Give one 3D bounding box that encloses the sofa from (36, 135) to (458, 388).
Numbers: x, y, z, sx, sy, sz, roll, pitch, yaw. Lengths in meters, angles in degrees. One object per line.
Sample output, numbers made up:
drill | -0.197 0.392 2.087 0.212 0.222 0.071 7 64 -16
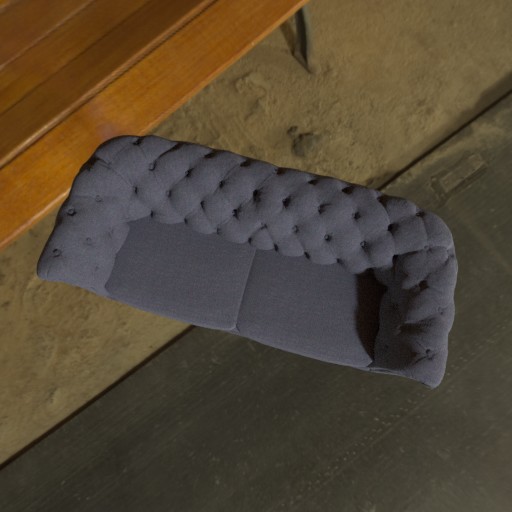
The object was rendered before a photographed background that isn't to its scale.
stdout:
sofa | 0.000 0.000 2.841 2.335 0.836 1.046 15 77 4
